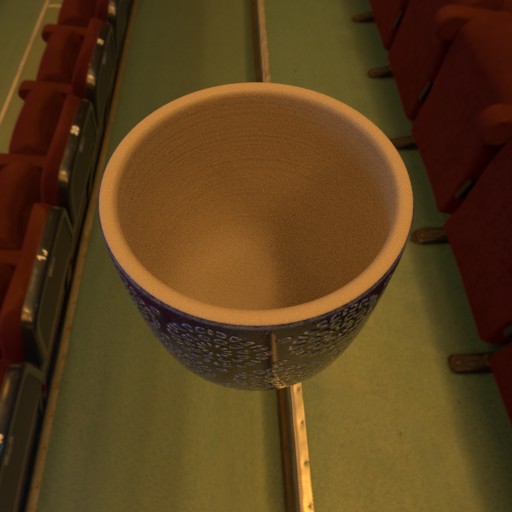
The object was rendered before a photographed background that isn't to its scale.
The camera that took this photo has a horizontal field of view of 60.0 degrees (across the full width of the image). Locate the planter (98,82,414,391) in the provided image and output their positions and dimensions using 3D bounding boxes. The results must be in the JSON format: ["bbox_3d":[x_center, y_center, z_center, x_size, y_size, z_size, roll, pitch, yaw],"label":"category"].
[{"bbox_3d":[0.000,0.000,0.294,0.165,0.149,0.165,0,58,0],"label":"planter"}]
